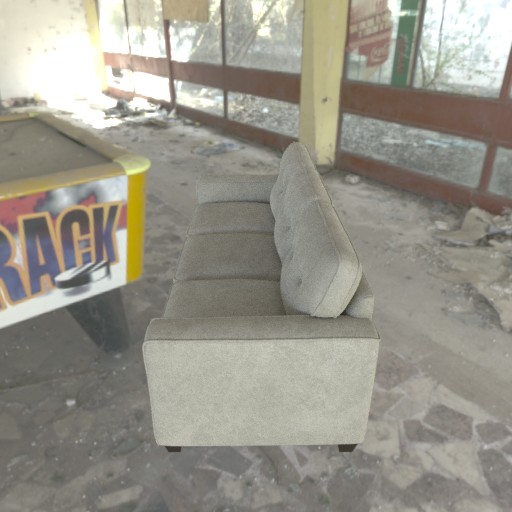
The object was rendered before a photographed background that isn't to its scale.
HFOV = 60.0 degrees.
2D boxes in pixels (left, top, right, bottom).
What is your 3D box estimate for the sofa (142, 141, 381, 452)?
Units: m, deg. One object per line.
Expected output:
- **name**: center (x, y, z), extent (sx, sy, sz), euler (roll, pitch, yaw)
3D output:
- **sofa**: center (0.000, 0.000, 2.688), extent (0.939, 0.965, 2.133), euler (0, 27, -1)
